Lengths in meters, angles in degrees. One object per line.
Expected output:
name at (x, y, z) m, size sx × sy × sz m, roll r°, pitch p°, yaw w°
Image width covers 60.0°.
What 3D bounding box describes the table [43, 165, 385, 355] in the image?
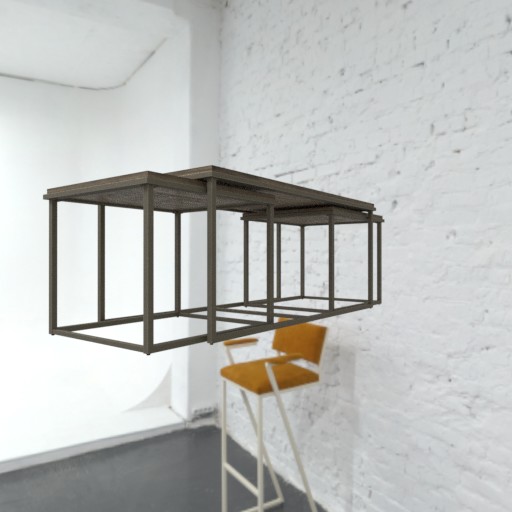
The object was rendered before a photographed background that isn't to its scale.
table at (0.000, 0.000, 1.574) m, size 0.489 × 0.427 × 1.312 m, roll 0°, pitch 0°, yaw 37°
